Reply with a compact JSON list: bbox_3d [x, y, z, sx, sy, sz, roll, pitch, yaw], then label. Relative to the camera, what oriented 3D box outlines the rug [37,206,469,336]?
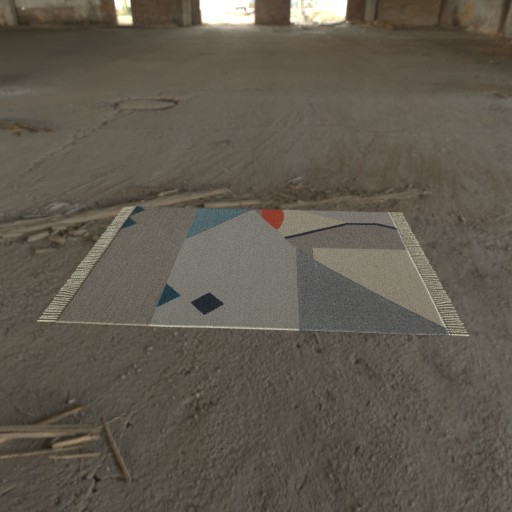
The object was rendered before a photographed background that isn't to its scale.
[{"bbox_3d":[0.000,0.000,2.384,1.828,0.005,1.220,2,30,3],"label":"rug"}]
